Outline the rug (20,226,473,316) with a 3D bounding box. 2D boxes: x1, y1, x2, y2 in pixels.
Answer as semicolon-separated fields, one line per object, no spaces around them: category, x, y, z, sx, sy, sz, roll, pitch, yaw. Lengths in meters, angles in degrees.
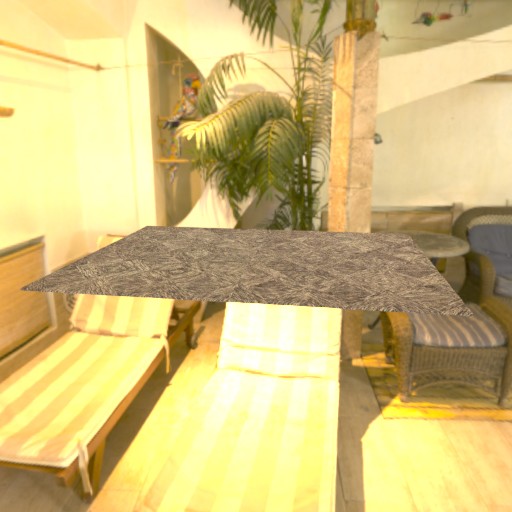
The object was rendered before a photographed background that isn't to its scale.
rug;0.000;0.000;4.229;3.204;0.017;2.448;2;15;9
